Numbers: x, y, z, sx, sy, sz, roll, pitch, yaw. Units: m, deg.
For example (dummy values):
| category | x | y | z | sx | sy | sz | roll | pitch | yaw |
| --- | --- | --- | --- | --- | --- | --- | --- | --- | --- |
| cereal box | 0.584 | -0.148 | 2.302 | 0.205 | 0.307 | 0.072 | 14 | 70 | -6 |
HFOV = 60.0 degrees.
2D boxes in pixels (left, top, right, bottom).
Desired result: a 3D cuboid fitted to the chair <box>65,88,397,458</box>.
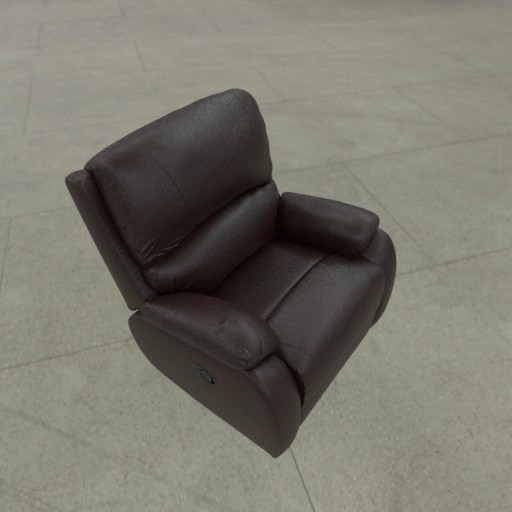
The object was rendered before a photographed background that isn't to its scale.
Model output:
| category | x | y | z | sx | sy | sz | roll | pitch | yaw |
| --- | --- | --- | --- | --- | --- | --- | --- | --- | --- |
| chair | 0.000 | 0.000 | 1.724 | 0.899 | 1.011 | 0.930 | 26 | 48 | 27 |
